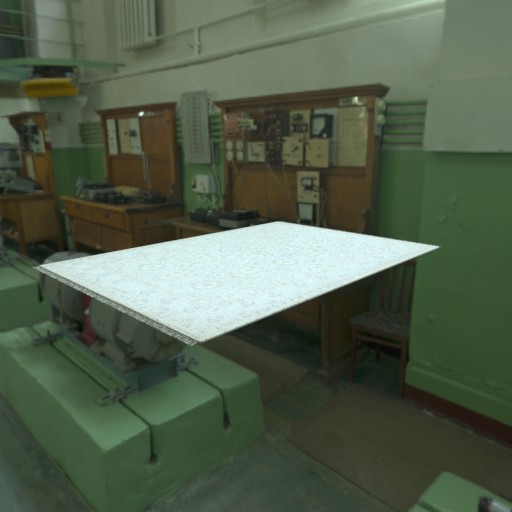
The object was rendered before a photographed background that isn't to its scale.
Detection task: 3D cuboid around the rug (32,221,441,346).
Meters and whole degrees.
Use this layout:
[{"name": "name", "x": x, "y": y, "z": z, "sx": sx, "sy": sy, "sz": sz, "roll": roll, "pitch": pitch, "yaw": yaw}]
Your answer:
[{"name": "rug", "x": 0.000, "y": 0.000, "z": 2.880, "sx": 1.514, "sy": 0.011, "sz": 2.233, "roll": 13, "pitch": 19, "yaw": 42}]
